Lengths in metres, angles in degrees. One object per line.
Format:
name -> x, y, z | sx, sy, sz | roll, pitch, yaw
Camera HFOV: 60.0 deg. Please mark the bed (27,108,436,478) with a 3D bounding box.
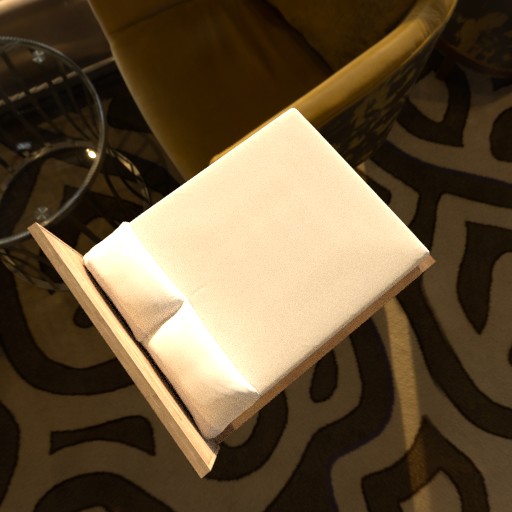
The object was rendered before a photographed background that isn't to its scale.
bed -> 0.000, 0.000, 3.183 | 2.145, 1.071, 1.759 | -37, 78, -10
